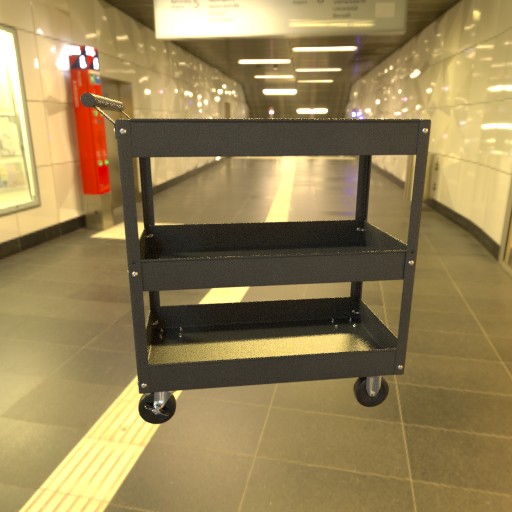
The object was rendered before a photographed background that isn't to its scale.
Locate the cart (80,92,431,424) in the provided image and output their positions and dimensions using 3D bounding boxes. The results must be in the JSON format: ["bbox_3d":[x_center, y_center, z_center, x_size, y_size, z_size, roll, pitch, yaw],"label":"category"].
[{"bbox_3d":[0.000,0.000,1.165,0.719,0.780,0.366,-2,17,-7],"label":"cart"}]
